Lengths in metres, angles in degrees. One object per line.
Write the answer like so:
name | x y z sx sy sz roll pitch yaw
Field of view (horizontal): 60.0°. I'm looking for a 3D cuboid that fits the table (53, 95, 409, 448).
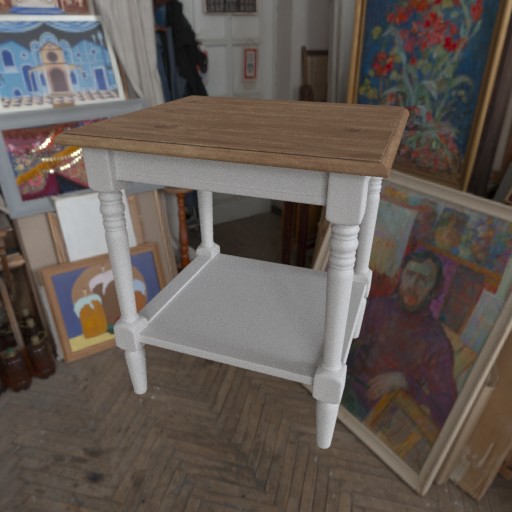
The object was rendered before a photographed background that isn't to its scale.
table | 0.000 0.000 0.926 0.508 0.561 0.457 10 29 18
